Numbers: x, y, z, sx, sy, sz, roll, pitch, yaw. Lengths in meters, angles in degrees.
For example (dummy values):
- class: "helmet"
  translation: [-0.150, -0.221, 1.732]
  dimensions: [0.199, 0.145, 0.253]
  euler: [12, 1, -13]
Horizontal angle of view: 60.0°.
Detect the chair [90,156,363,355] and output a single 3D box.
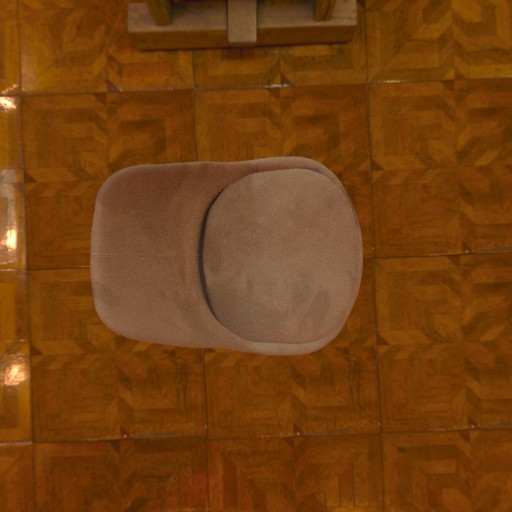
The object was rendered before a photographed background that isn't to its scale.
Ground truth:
- class: "chair"
  translation: [0.000, 0.000, 1.146]
  dimensions: [0.550, 0.850, 0.485]
  euler: [0, 90, 0]
